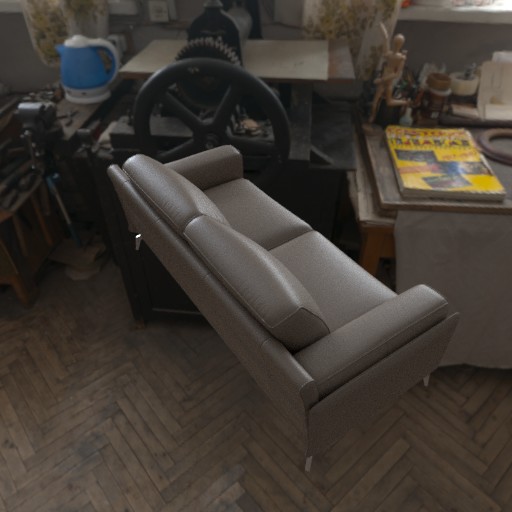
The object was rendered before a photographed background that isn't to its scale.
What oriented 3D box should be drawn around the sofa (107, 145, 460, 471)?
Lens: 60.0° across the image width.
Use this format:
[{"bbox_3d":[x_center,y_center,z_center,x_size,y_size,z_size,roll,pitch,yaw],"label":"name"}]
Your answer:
[{"bbox_3d":[0.000,0.000,2.627,1.049,0.930,2.101,-25,47,-26],"label":"sofa"}]
